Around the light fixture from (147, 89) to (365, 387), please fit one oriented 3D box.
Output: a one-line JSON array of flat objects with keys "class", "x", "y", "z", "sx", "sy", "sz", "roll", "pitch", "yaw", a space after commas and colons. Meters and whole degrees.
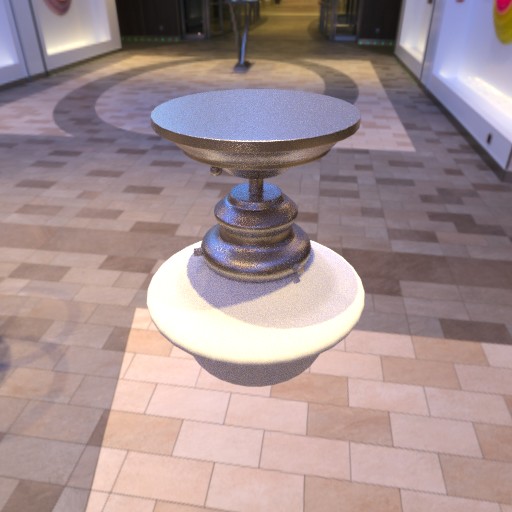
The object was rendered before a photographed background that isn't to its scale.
[{"class": "light fixture", "x": 0.000, "y": 0.000, "z": 0.394, "sx": 0.199, "sy": 0.254, "sz": 0.199, "roll": 0, "pitch": 32, "yaw": 0}]
